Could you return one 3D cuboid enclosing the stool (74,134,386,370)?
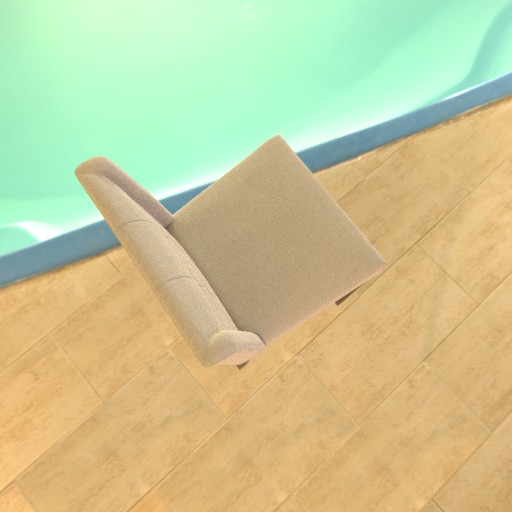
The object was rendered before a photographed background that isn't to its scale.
[{"bbox_3d":[0.000,0.000,1.227,0.509,0.939,0.474,-35,76,-10],"label":"stool"}]
